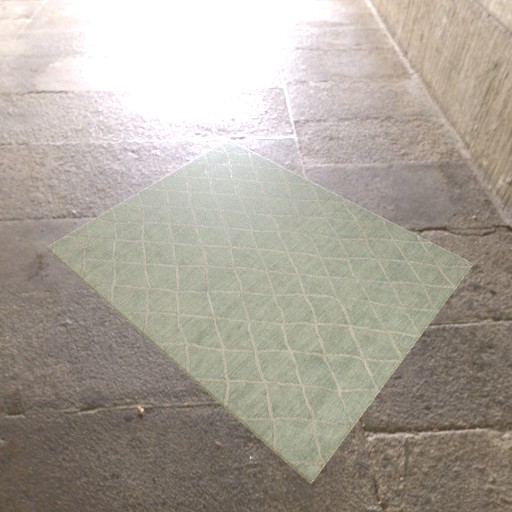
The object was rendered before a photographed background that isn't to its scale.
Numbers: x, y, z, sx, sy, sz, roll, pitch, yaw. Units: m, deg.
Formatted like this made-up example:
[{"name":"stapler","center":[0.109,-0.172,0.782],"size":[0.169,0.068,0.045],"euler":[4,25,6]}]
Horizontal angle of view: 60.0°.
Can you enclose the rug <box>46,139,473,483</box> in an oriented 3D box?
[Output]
[{"name":"rug","center":[0.000,0.000,4.024],"size":[3.039,0.019,2.420],"euler":[33,55,27]}]
